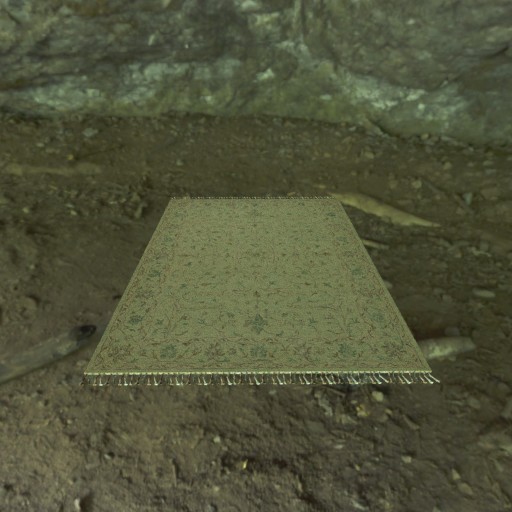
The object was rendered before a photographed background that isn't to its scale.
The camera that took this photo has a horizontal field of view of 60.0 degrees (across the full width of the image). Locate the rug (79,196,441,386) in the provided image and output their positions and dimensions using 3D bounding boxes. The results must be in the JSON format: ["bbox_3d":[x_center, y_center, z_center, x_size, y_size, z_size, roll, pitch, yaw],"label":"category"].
[{"bbox_3d":[0.000,0.000,2.948,1.544,0.010,2.435,0,26,0],"label":"rug"}]
